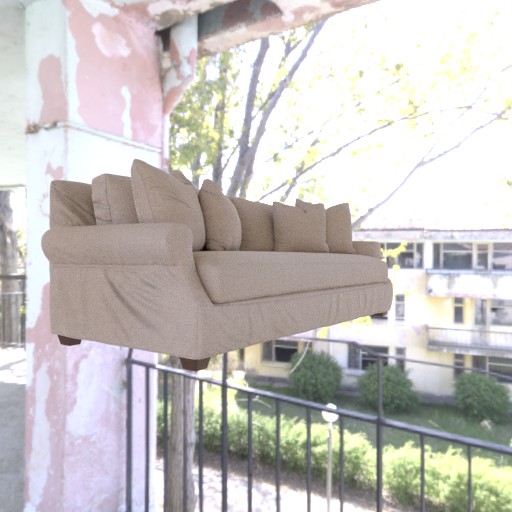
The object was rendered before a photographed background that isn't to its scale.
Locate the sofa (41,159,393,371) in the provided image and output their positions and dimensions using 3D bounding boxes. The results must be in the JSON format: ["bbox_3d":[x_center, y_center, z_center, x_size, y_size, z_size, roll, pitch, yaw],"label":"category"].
[{"bbox_3d":[0.000,0.000,2.810,1.067,0.904,2.285,0,-1,36],"label":"sofa"}]
